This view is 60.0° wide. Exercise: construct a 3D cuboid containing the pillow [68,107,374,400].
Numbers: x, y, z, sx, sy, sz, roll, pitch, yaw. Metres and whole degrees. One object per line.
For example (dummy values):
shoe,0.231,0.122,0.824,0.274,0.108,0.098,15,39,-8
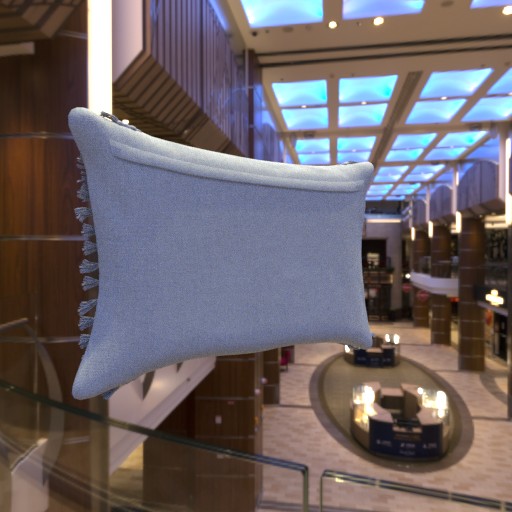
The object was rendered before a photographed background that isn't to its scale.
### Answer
pillow,0.000,0.000,0.582,0.466,0.305,0.084,0,0,-36
